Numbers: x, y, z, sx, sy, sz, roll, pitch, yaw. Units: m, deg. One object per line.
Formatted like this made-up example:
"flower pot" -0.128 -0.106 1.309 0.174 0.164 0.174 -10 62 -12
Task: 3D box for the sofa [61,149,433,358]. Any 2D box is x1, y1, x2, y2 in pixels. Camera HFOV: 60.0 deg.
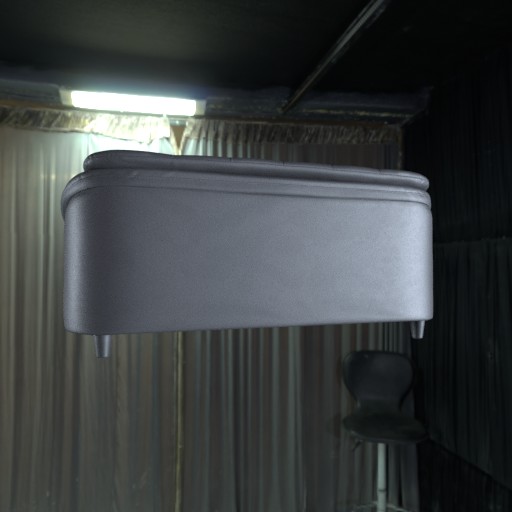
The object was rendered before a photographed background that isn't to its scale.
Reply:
"sofa" 0.000 0.000 2.264 1.829 0.811 0.800 0 -1 -18
